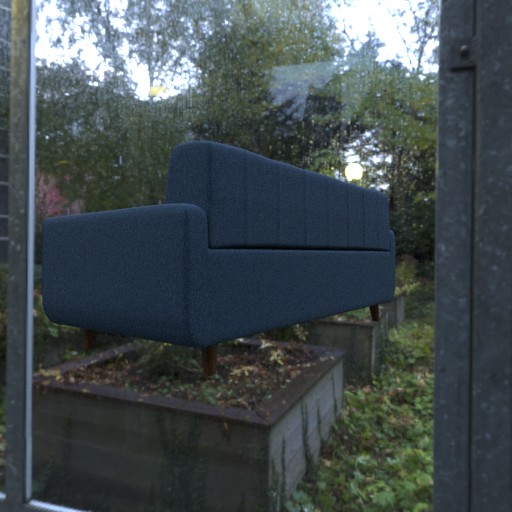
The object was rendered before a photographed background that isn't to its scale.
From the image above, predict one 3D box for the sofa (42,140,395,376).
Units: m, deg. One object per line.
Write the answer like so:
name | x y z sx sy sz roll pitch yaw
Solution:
sofa | 0.000 0.000 2.567 0.942 0.884 2.055 0 0 36
